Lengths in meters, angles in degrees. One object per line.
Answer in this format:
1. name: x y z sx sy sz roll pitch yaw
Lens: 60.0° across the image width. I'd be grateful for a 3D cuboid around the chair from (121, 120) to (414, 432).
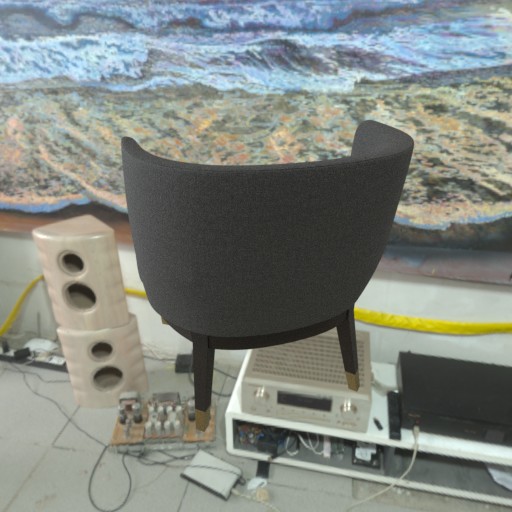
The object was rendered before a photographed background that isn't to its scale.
1. chair: 0.000 0.000 1.214 0.639 0.695 0.698 -9 29 -16
